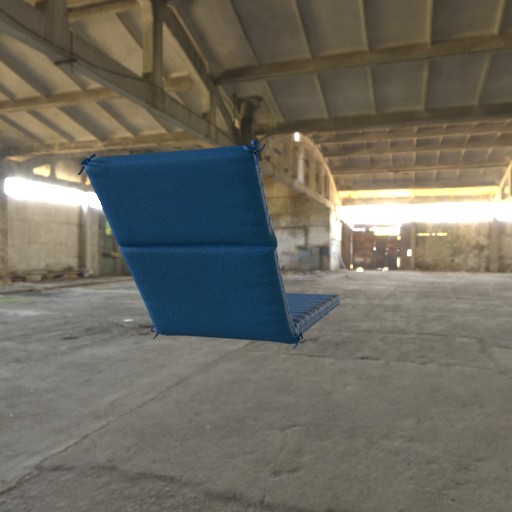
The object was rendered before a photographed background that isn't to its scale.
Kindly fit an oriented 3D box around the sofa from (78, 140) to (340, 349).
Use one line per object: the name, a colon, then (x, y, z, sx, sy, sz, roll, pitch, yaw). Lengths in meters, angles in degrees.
sofa: (0.000, 0.000, 1.963, 0.582, 0.622, 1.663, 0, 0, 18)
